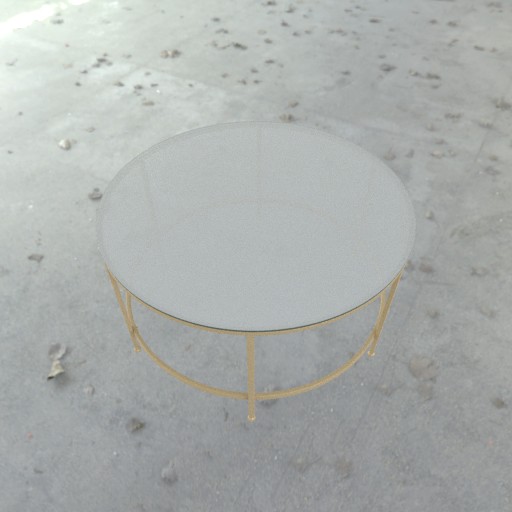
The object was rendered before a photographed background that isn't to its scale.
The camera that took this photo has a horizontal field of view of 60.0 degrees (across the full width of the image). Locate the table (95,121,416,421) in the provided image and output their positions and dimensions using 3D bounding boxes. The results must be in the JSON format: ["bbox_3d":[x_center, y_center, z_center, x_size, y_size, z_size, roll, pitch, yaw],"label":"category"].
[{"bbox_3d":[0.000,0.000,1.465,0.914,0.470,0.914,0,46,0],"label":"table"}]
